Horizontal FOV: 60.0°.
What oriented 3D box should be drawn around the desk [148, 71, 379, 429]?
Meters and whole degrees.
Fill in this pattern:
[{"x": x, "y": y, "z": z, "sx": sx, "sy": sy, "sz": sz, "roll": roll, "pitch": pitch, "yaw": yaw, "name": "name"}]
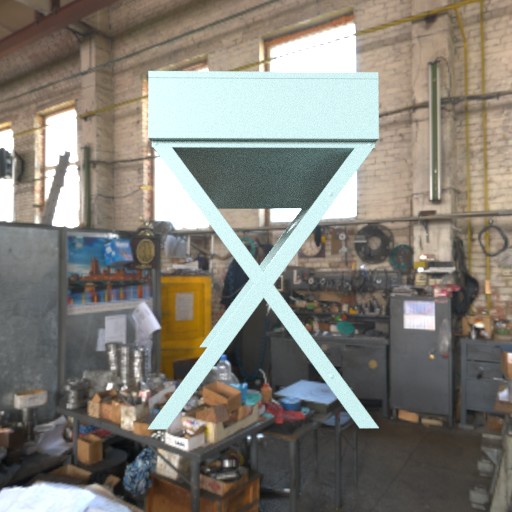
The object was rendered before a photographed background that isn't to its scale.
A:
[{"x": 0.000, "y": 0.000, "z": 1.488, "sx": 0.525, "sy": 0.780, "sz": 1.057, "roll": 0, "pitch": -1, "yaw": -1, "name": "desk"}]
